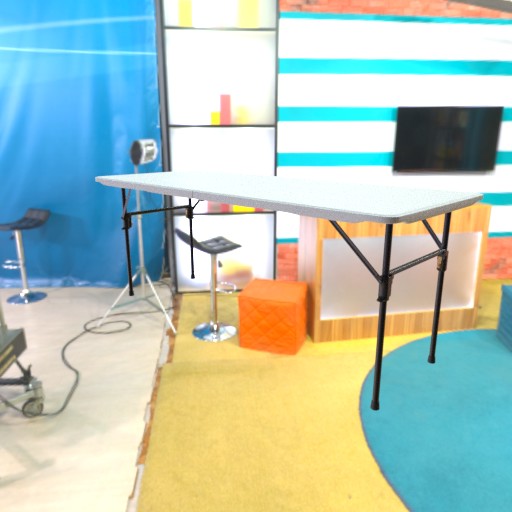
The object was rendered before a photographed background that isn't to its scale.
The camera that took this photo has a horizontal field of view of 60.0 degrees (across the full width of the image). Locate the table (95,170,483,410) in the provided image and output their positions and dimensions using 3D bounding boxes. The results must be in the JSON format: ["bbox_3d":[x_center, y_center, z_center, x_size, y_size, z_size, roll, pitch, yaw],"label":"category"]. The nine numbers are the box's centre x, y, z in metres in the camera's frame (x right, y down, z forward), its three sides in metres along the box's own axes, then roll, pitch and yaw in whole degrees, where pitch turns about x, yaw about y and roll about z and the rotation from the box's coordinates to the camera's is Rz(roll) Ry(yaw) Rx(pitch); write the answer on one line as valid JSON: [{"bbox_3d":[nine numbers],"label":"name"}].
[{"bbox_3d":[0.000,0.000,2.214,1.829,0.719,0.761,14,21,43],"label":"table"}]
